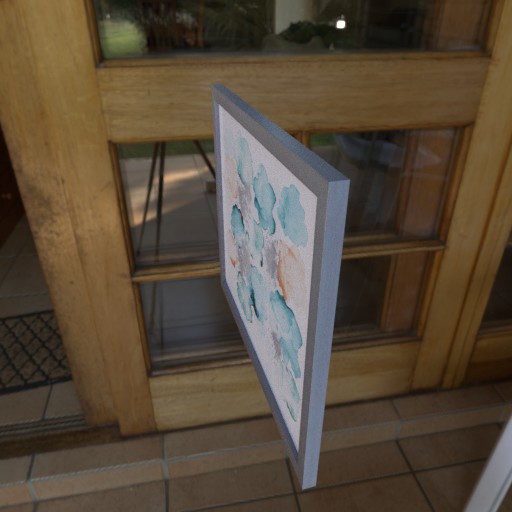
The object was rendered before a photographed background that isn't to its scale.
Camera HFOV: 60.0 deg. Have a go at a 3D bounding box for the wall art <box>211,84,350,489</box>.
[{"bbox_3d":[0.000,0.000,0.899,0.026,0.558,0.660,-8,31,-14],"label":"wall art"}]
